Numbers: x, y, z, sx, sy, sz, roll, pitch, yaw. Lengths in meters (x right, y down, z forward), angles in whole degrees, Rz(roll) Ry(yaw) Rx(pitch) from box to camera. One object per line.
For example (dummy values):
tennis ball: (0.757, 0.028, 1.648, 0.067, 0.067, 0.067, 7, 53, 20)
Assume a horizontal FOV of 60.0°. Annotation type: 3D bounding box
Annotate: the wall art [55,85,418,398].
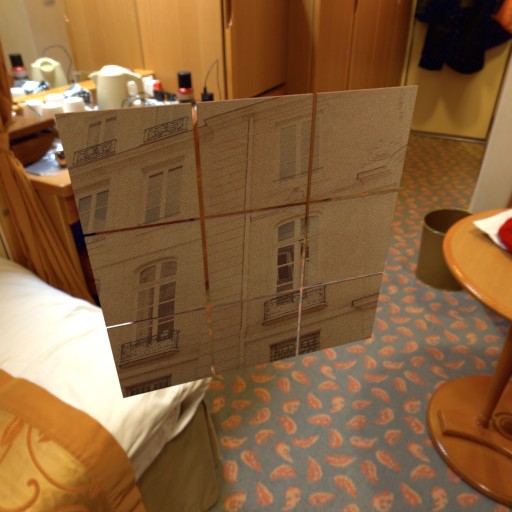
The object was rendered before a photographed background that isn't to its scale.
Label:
wall art: (0.000, 0.000, 2.207, 1.526, 1.522, 0.023, -10, 34, -15)
